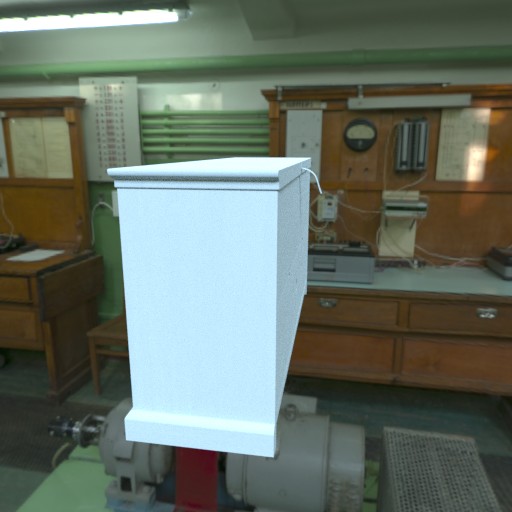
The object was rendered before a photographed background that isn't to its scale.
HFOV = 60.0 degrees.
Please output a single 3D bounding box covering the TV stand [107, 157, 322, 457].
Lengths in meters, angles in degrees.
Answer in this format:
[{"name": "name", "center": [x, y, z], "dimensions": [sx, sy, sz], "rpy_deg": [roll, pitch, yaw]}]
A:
[{"name": "TV stand", "center": [0.000, 0.000, 1.492], "dimensions": [0.424, 0.624, 1.187], "rpy_deg": [2, 14, 10]}]
